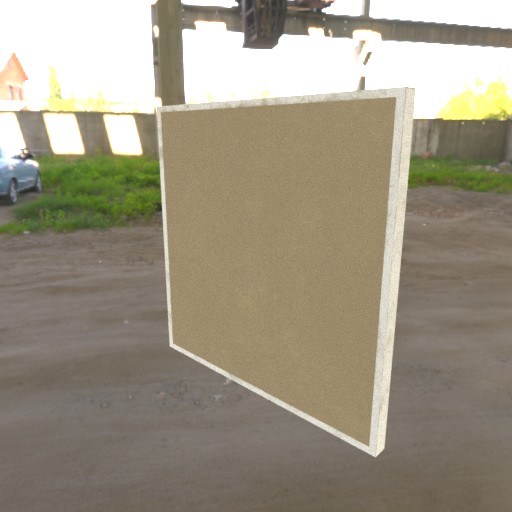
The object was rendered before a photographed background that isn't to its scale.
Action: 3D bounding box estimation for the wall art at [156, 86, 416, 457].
[{"bbox_3d":[0.000,0.000,1.133,0.760,0.757,0.038,14,21,42],"label":"wall art"}]
